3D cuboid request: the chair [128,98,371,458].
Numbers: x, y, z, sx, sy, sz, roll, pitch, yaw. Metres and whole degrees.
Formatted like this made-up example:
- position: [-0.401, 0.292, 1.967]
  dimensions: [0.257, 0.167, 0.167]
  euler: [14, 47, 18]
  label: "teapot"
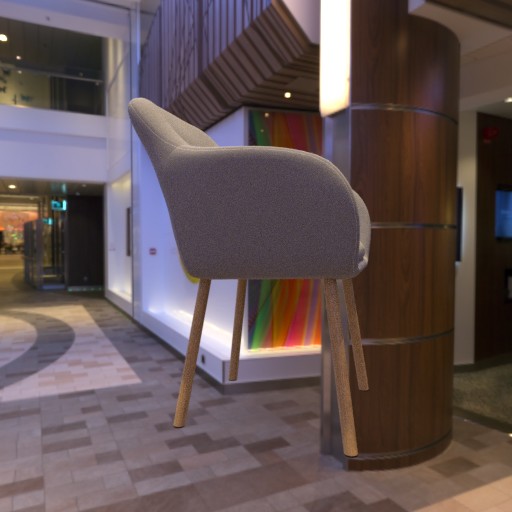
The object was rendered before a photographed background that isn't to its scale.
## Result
- position: [0.000, 0.000, 1.221]
  dimensions: [0.590, 0.830, 0.570]
  euler: [1, 2, 17]
  label: "chair"
